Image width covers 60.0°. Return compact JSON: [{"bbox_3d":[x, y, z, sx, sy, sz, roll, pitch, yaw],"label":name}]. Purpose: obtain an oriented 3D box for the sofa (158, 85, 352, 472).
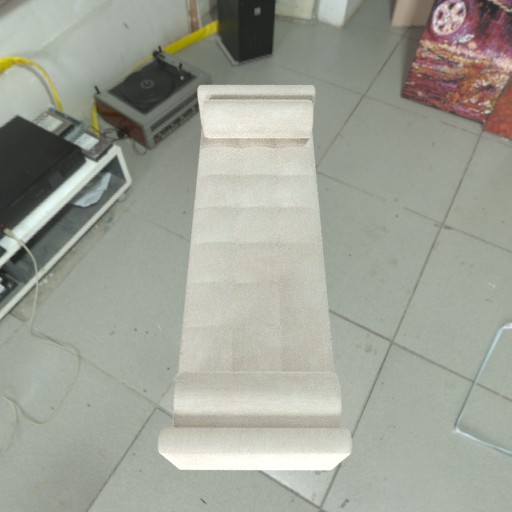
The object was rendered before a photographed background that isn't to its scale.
[{"bbox_3d":[0.000,0.000,2.309,0.686,0.635,1.981,0,58,0],"label":"sofa"}]
